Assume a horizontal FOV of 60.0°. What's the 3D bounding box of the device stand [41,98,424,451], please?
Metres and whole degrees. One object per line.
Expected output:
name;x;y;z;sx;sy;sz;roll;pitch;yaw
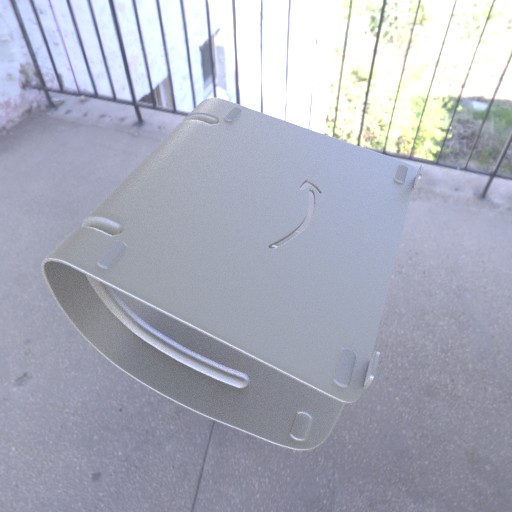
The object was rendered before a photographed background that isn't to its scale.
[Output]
device stand;0.000;0.000;0.397;0.236;0.155;0.256;16;49;15
